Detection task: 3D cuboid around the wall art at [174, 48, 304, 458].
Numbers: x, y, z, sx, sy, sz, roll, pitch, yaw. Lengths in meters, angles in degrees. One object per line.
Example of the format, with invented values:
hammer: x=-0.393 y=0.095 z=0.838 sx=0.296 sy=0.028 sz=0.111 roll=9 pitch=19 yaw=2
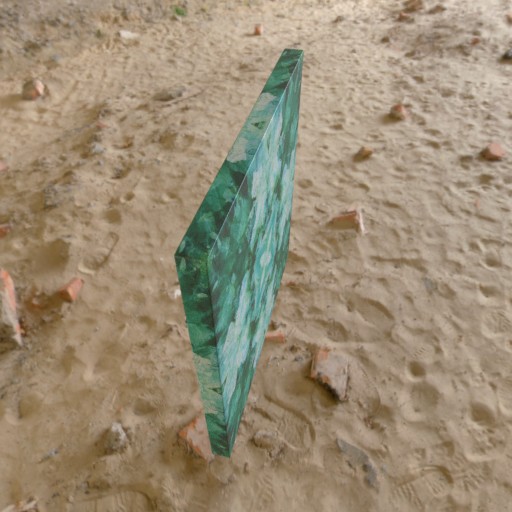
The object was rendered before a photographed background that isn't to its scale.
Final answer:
wall art: x=0.000 y=0.000 z=0.765 sx=0.038 sy=0.508 sz=0.507 roll=11 pitch=47 yaw=10
